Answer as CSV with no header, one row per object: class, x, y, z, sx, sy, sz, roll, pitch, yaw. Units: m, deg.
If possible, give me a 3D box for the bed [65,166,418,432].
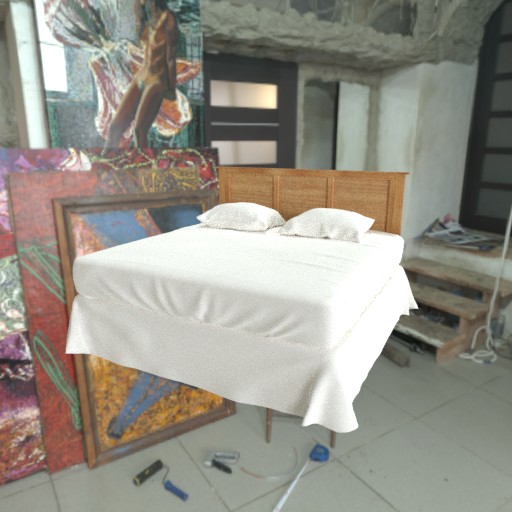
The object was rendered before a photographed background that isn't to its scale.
bed,0.000,0.000,3.598,2.317,1.270,2.215,8,16,27
